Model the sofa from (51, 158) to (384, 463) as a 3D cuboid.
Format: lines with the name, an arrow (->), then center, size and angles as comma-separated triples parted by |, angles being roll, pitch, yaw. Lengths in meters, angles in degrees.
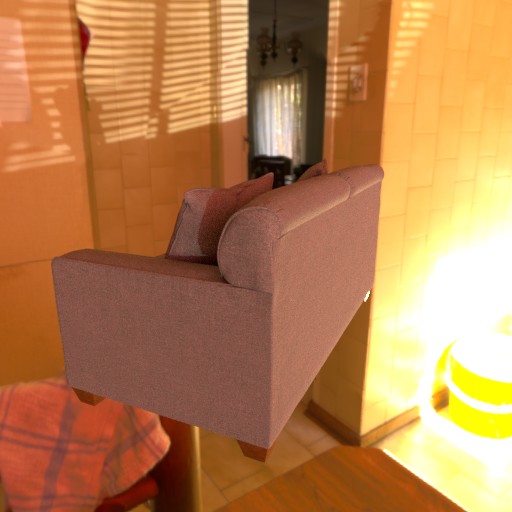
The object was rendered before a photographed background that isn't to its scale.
sofa -> 0.000, 0.000, 2.376 | 1.000, 0.958, 1.846 | 7, 17, 24
